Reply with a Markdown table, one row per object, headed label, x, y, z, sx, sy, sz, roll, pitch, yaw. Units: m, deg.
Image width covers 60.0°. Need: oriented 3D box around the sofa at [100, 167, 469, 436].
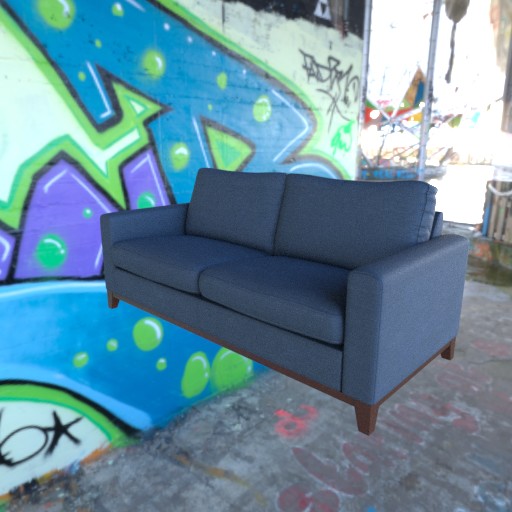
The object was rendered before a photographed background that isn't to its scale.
| label | x | y | z | sx | sy | sz | roll | pitch | yaw |
| --- | --- | --- | --- | --- | --- | --- | --- | --- | --- |
| sofa | 0.000 | 0.000 | 2.407 | 1.900 | 0.865 | 0.877 | 13 | 20 | 42 |
